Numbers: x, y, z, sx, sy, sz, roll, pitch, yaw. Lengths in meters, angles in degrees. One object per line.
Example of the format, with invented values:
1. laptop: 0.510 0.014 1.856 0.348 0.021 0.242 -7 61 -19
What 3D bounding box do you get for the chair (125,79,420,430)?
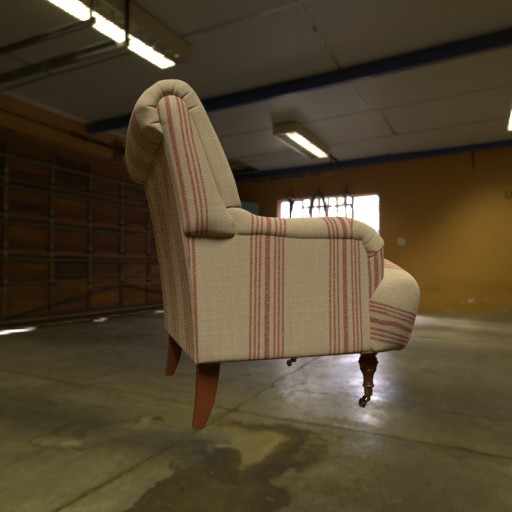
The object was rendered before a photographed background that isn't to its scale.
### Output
1. chair: 0.000 0.000 1.876 1.058 1.123 0.933 0 -1 -18
